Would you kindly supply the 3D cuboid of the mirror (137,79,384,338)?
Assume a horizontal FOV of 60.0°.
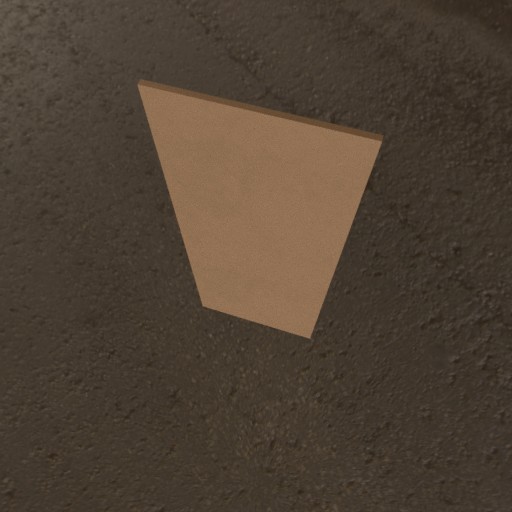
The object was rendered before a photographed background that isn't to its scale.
[{"bbox_3d":[0.000,0.000,2.312,0.812,2.031,0.026,16,64,8],"label":"mirror"}]
